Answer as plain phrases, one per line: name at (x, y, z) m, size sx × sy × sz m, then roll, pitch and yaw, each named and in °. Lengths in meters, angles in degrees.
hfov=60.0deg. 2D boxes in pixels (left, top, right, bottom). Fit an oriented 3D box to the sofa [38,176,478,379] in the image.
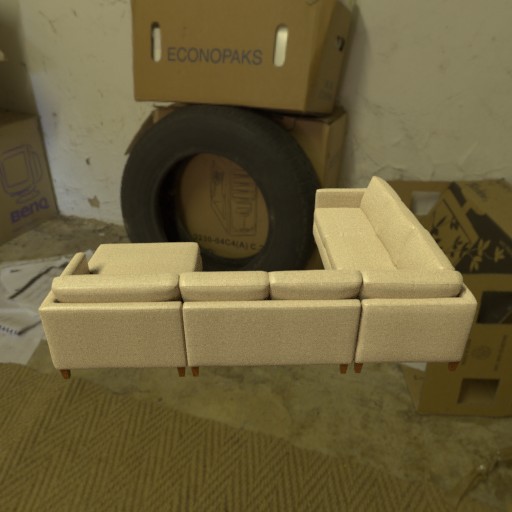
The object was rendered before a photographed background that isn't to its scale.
sofa at (0.000, 0.000, 4.655) m, size 3.460 × 0.961 × 2.594 m, roll -1°, pitch 29°, yaw -1°
